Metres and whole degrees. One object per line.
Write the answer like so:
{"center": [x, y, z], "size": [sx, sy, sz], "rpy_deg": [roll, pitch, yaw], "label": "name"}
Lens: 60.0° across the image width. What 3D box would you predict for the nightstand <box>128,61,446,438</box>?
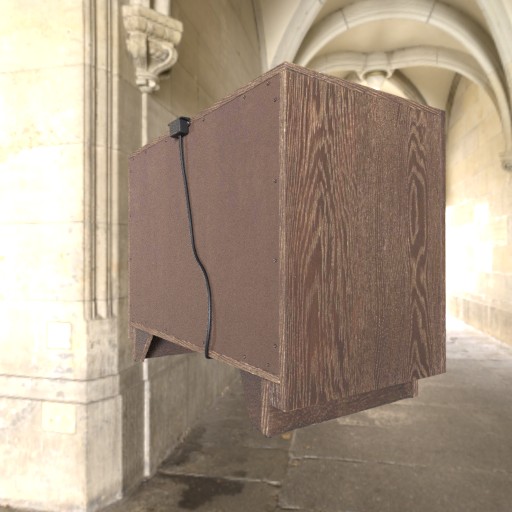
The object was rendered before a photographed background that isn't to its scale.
{"center": [0.000, 0.000, 1.132], "size": [0.457, 0.612, 0.775], "rpy_deg": [0, 0, -34], "label": "nightstand"}
